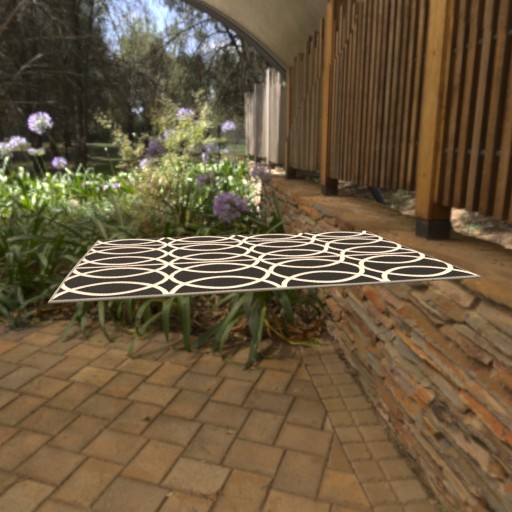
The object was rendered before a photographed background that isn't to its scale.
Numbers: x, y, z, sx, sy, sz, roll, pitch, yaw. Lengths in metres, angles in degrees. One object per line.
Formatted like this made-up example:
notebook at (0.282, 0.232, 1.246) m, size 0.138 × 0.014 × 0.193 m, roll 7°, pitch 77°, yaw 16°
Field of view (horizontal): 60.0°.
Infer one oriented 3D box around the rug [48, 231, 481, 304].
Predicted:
rug at (0.000, 0.000, 3.000) m, size 2.294 × 0.014 × 1.528 m, roll -3°, pitch 13°, yaw -11°
